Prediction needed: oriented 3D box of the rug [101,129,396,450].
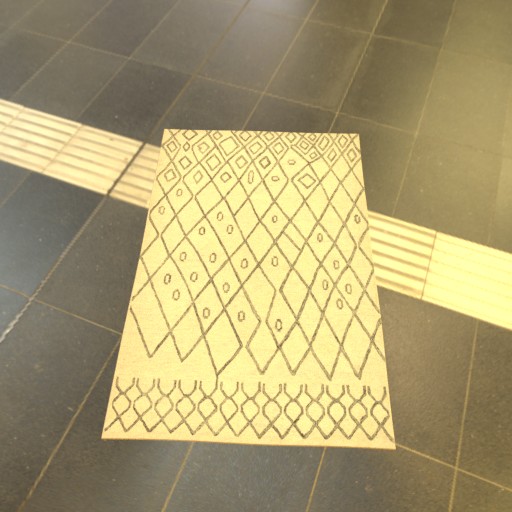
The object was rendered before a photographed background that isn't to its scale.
[{"bbox_3d":[0.000,0.000,2.306,1.222,0.015,1.828,2,59,1],"label":"rug"}]
